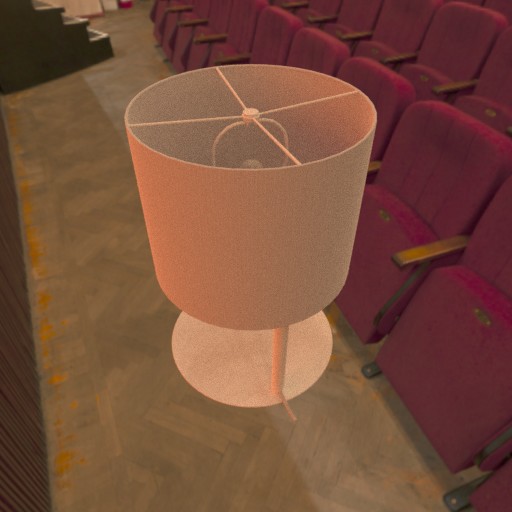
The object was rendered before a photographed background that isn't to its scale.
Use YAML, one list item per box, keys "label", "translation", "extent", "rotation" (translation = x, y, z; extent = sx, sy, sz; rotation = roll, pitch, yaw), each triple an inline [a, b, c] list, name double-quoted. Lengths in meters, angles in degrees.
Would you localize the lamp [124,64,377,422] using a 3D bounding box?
- label: "lamp"
  translation: [0.000, 0.000, 0.673]
  extent: [0.299, 0.454, 0.341]
  rotation: [-14, 43, -15]
